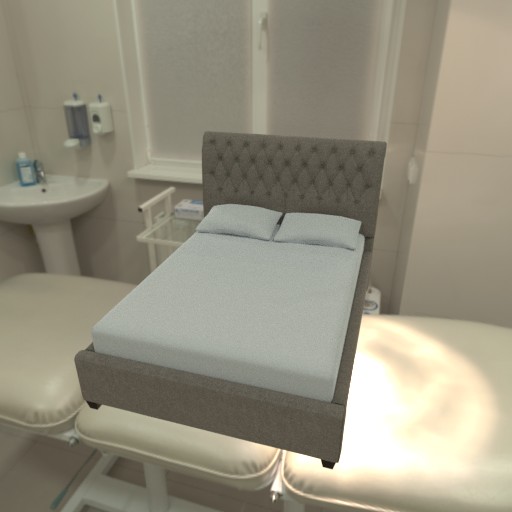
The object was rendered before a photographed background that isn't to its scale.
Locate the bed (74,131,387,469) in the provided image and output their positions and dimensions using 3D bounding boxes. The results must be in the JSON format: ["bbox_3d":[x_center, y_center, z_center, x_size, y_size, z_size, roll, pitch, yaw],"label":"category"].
[{"bbox_3d":[0.000,0.000,3.311,1.645,1.371,2.252,8,27,15],"label":"bed"}]
